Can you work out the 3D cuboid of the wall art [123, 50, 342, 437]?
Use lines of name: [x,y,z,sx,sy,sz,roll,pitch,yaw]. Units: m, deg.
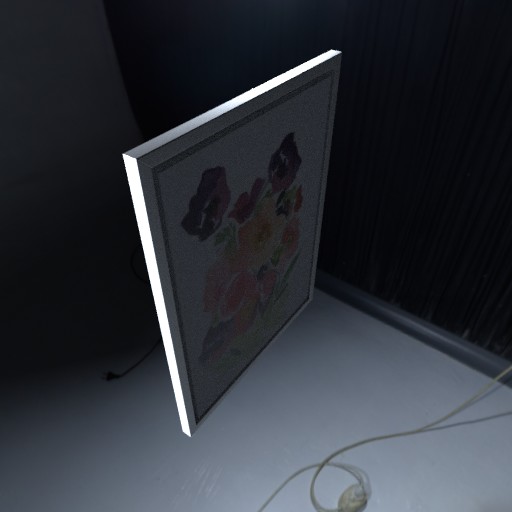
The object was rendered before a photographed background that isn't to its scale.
wall art: [0.000,0.000,1.422,0.042,1.056,0.805,26,47,27]
